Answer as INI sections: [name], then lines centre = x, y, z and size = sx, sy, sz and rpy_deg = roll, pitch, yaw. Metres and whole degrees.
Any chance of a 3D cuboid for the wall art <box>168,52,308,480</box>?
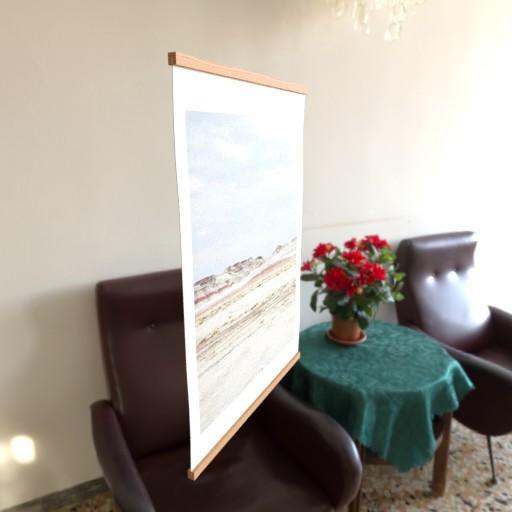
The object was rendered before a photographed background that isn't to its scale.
[wall art]
centre = 0.000, 0.000, 1.330
size = 0.020, 1.016, 0.739
rpy_deg = 8, 17, 26
